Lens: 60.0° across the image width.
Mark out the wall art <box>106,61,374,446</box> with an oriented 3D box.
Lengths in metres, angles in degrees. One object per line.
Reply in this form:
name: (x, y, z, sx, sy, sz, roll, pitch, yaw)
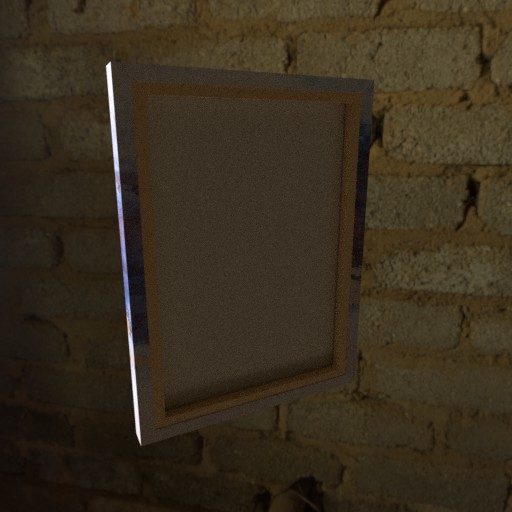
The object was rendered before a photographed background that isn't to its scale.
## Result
wall art: (0.000, 0.000, 0.756, 0.437, 0.581, 0.036, -8, 17, -26)
